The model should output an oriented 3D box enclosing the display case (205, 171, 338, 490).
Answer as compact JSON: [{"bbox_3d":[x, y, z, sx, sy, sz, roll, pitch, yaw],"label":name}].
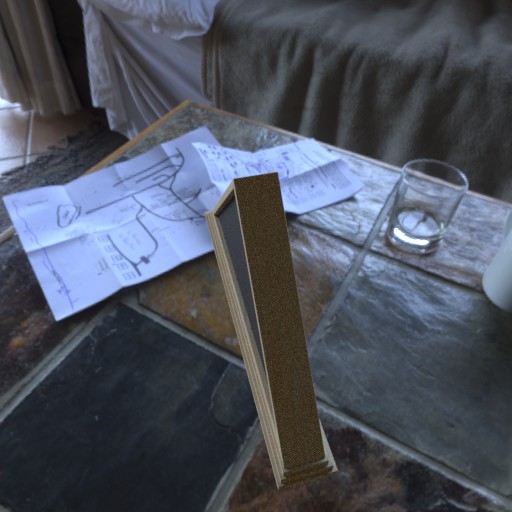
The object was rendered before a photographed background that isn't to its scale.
[{"bbox_3d":[0.000,0.000,0.759,0.095,0.340,0.640,-11,48,-10],"label":"display case"}]
